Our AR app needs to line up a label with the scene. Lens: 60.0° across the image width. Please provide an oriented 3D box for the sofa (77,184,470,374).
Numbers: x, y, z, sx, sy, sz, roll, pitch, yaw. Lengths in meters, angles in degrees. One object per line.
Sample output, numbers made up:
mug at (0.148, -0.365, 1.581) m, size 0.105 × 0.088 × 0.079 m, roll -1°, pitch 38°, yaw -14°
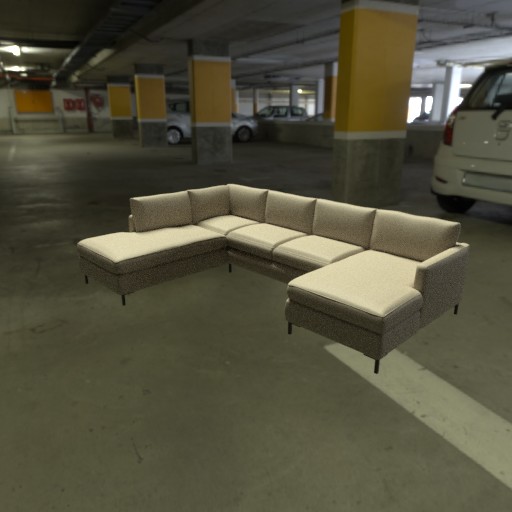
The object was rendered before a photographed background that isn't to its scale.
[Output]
sofa at (0.000, 0.000, 3.653) m, size 1.879 × 0.756 × 2.737 m, roll -17°, pitch 24°, yaw -41°
